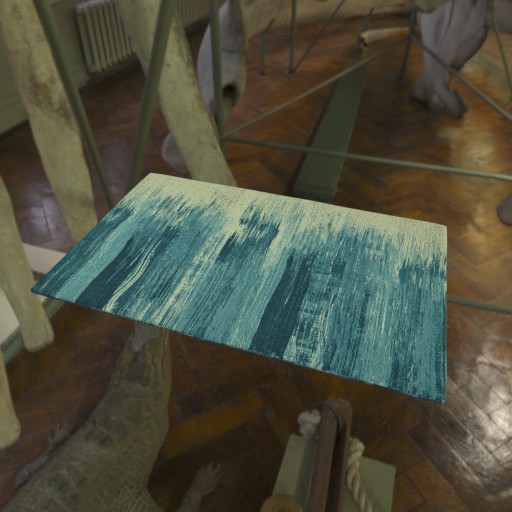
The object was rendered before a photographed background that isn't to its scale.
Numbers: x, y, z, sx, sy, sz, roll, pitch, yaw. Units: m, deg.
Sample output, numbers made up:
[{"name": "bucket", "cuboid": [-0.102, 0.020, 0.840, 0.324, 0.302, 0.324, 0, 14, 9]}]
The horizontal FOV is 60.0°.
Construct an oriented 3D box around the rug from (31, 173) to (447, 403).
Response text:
[{"name": "rug", "cuboid": [0.000, 0.000, 2.988, 2.450, 0.027, 1.540, 12, 42, 14]}]
